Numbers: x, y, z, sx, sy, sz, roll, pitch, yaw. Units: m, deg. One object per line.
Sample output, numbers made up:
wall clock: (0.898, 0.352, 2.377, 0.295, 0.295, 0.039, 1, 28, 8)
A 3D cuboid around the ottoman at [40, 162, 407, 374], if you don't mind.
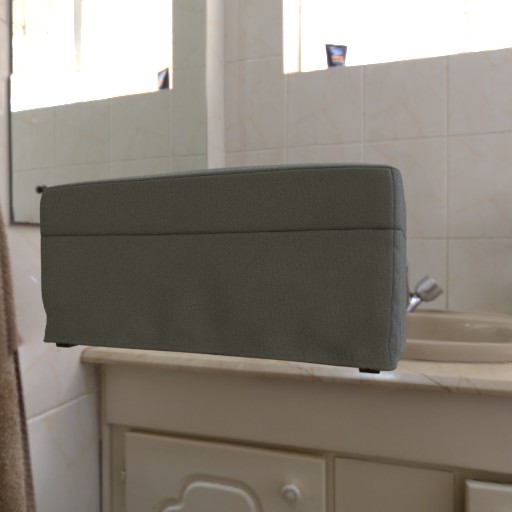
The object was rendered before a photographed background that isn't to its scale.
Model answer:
ottoman: (0.000, 0.000, 1.308, 0.842, 0.441, 0.843, 0, 0, 19)
